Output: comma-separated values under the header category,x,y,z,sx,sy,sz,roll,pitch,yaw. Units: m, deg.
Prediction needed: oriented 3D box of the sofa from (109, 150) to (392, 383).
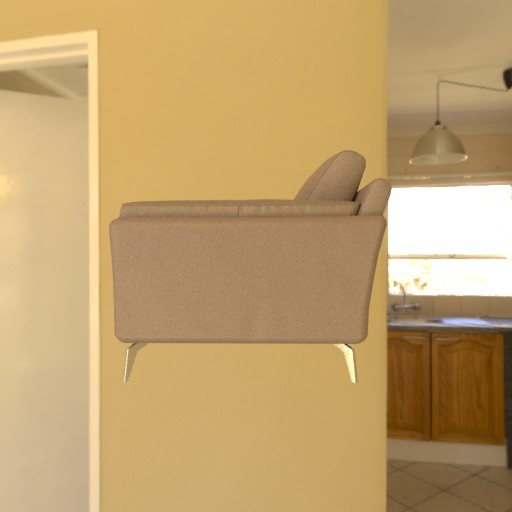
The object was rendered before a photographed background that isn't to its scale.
category,x,y,z,sx,sy,sz,roll,pitch,yaw
sofa,0.000,0.000,2.634,1.049,0.930,2.101,0,0,1
